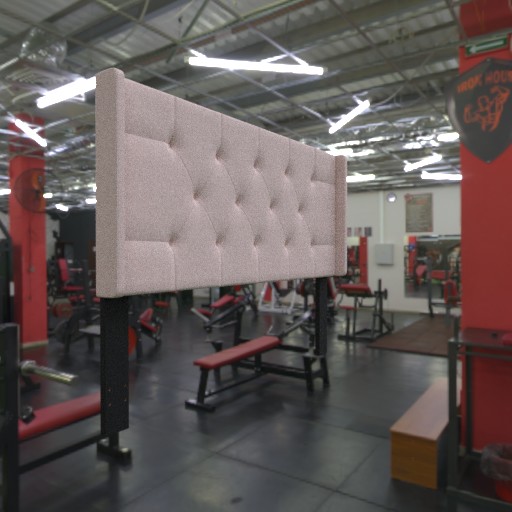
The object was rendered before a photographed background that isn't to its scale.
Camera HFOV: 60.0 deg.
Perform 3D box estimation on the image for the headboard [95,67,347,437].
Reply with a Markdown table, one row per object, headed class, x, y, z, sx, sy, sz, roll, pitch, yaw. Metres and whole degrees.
| class | x | y | z | sx | sy | sz | roll | pitch | yaw |
| --- | --- | --- | --- | --- | --- | --- | --- | --- | --- |
| headboard | 0.000 | 0.000 | 2.620 | 0.184 | 1.524 | 2.051 | 0 | 1 | 37 |
